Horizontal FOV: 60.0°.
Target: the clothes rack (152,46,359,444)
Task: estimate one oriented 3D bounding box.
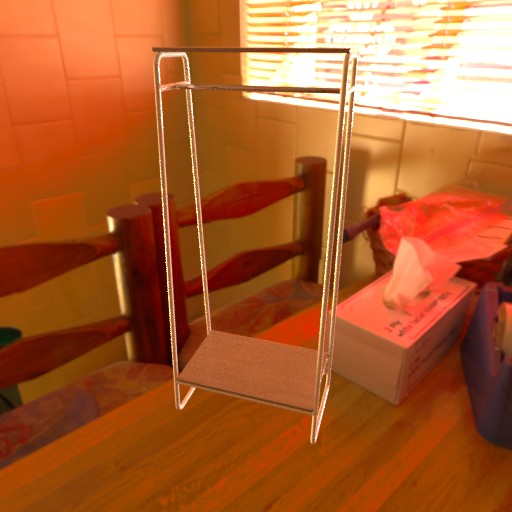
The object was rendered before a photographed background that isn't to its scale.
[{"bbox_3d":[0.000,0.000,1.774,0.640,1.512,0.400,8,27,16],"label":"clothes rack"}]
